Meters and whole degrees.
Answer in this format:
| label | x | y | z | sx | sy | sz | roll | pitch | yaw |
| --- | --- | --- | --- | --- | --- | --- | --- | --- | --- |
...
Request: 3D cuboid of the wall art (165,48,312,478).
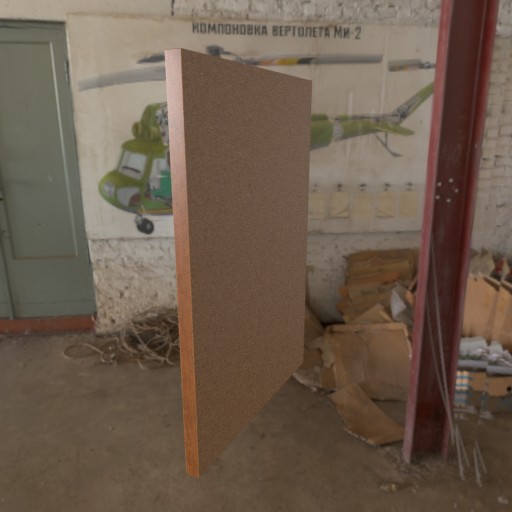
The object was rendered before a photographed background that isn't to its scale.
| label | x | y | z | sx | sy | sz | roll | pitch | yaw |
| --- | --- | --- | --- | --- | --- | --- | --- | --- | --- |
| wall art | 0.000 | 0.000 | 1.166 | 0.037 | 0.914 | 0.610 | 9 | 18 | 28 |
